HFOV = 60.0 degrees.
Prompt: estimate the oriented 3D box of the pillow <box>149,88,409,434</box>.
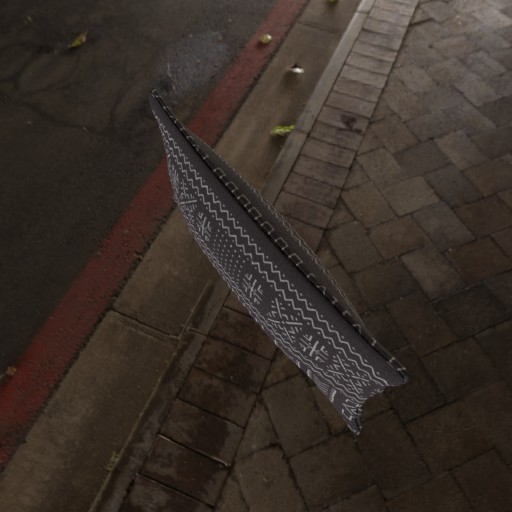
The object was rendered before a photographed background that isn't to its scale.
[{"bbox_3d":[0.000,0.000,0.808,0.135,0.322,0.667,-31,63,-18],"label":"pillow"}]
